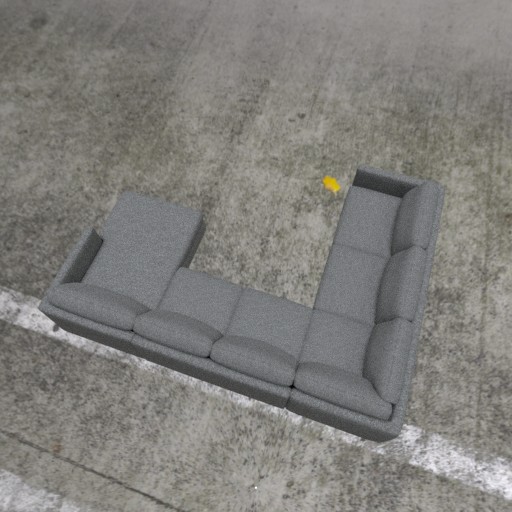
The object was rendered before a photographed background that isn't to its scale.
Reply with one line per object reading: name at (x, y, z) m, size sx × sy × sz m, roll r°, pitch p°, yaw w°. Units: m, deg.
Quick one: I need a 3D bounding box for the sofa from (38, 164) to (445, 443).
sofa at (0.000, 0.000, 4.420) m, size 3.238 × 0.853 × 2.551 m, roll 17°, pitch 64°, yaw 9°
